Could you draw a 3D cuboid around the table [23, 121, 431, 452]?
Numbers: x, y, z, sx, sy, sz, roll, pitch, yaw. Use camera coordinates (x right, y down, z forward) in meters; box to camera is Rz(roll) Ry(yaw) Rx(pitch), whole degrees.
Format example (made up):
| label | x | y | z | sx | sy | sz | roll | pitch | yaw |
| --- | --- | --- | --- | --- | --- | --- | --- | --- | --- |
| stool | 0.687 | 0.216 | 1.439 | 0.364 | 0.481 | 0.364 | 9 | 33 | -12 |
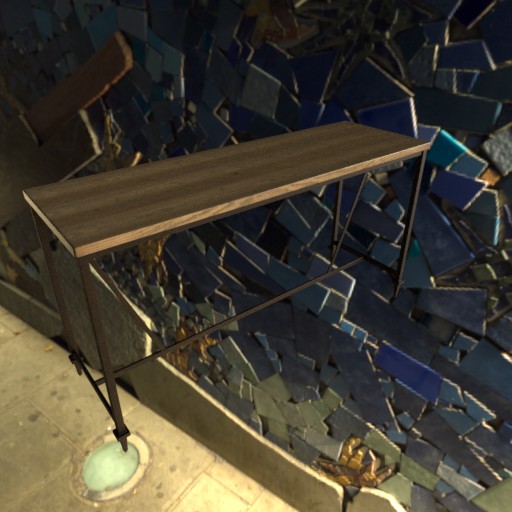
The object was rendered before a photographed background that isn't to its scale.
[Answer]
| label | x | y | z | sx | sy | sz | roll | pitch | yaw |
| --- | --- | --- | --- | --- | --- | --- | --- | --- | --- |
| table | 0.000 | 0.000 | 2.075 | 1.700 | 0.902 | 0.551 | -21 | 36 | -32 |
